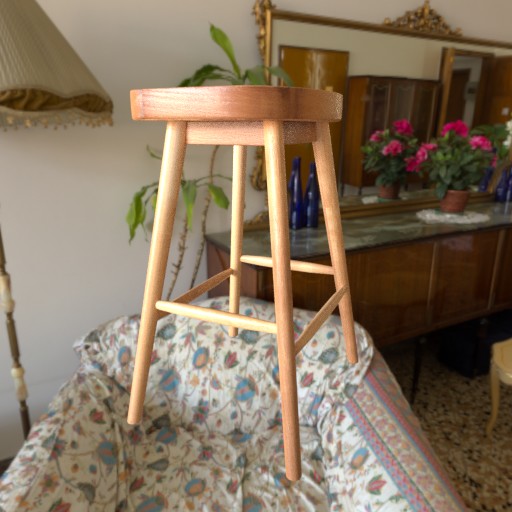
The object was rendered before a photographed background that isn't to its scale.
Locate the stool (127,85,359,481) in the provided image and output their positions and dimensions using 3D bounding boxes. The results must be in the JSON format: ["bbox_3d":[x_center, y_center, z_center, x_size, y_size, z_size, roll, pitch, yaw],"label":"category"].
[{"bbox_3d":[0.000,0.000,0.898,0.361,0.615,0.440,8,18,24],"label":"stool"}]
